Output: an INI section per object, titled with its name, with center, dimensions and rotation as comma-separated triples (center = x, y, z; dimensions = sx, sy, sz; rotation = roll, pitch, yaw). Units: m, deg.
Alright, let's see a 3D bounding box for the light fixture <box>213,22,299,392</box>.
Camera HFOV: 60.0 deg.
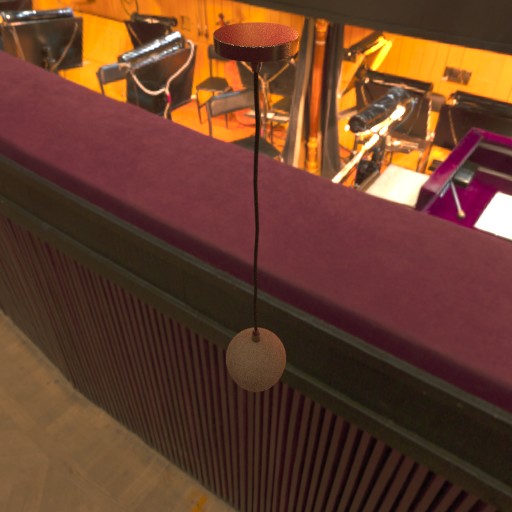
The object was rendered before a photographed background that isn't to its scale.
[light fixture]
center = 0.000, 0.000, 0.823
dimensions = 0.139, 0.764, 0.139
rotation = 25, 47, 26
